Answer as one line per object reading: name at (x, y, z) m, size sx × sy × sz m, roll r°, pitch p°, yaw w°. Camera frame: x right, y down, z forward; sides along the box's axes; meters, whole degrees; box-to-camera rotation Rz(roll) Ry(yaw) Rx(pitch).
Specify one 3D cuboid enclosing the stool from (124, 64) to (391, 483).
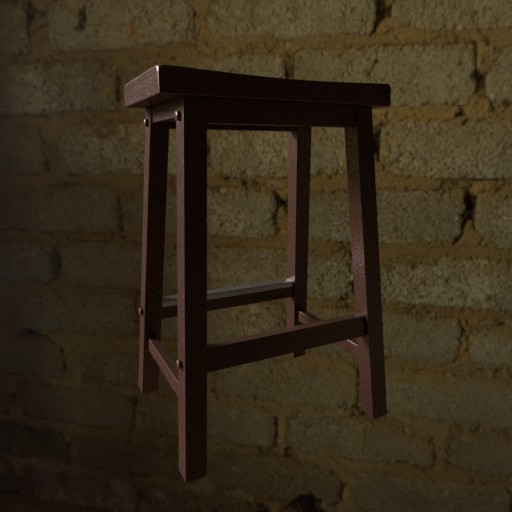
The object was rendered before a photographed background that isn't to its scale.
stool at (0.000, 0.000, 0.838) m, size 0.406 × 0.610 × 0.322 m, roll -7°, pitch 15°, yaw -26°
